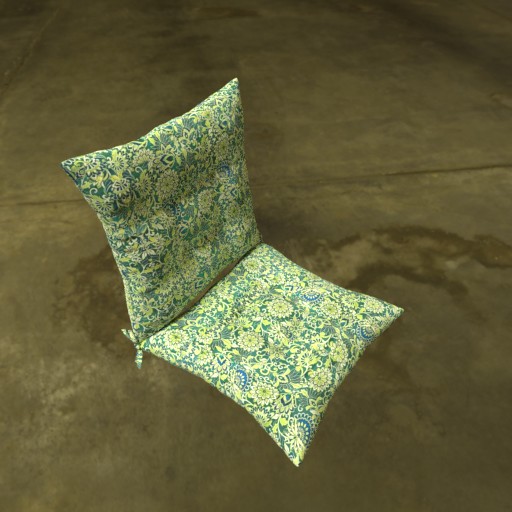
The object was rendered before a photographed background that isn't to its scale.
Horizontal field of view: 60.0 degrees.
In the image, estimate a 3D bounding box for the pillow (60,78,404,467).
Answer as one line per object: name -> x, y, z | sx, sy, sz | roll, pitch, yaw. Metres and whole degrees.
pillow -> 0.000, 0.000, 0.991 | 0.585, 0.536, 0.541 | 26, 48, 27
